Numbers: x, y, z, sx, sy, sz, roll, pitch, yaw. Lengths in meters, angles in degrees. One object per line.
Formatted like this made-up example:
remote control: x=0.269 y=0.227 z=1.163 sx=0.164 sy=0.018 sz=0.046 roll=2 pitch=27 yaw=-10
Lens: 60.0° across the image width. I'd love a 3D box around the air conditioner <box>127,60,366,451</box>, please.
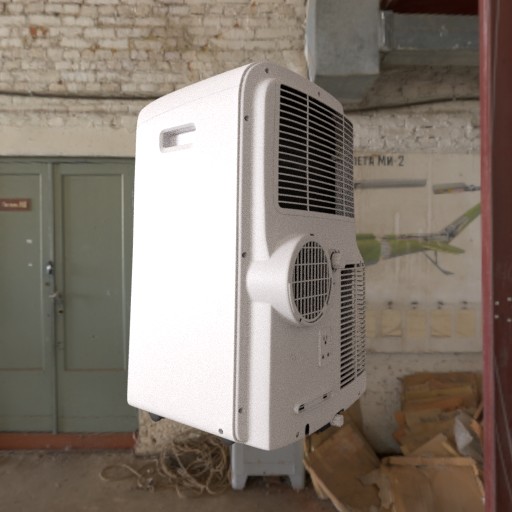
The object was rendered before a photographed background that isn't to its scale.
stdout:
air conditioner: x=0.000 y=0.000 z=1.083 sx=0.467 sy=0.765 sz=0.478 roll=1 pitch=1 yaw=35
